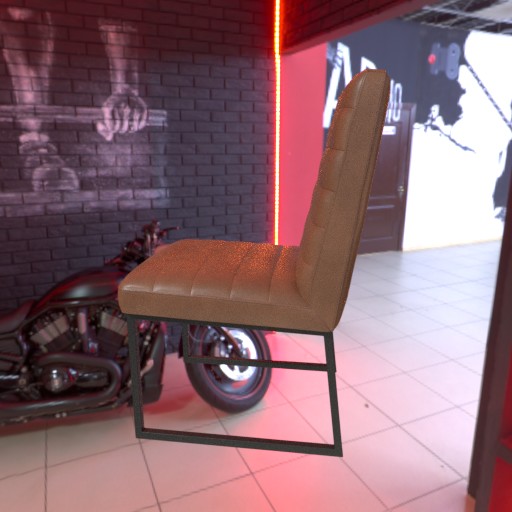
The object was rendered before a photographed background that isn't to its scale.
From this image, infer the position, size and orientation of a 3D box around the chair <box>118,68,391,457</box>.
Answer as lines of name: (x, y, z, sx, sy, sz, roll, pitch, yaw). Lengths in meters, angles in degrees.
chair: (0.000, 0.000, 1.277, 0.634, 0.930, 0.520, 2, 14, 8)
